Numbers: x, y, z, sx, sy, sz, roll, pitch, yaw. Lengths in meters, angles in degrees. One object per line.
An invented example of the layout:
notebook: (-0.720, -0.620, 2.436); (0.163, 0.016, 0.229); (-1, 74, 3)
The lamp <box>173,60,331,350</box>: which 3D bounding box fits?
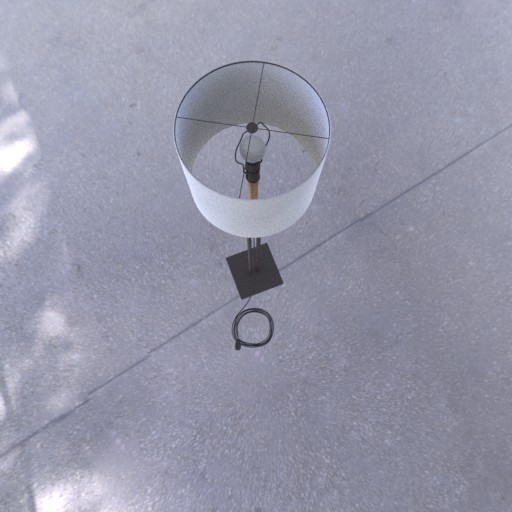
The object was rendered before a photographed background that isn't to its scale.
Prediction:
lamp: (0.000, 0.000, 1.902); (0.474, 1.650, 0.639); (-20, 76, -5)
